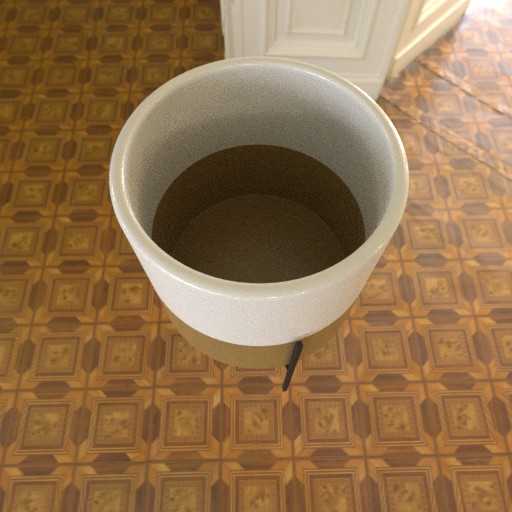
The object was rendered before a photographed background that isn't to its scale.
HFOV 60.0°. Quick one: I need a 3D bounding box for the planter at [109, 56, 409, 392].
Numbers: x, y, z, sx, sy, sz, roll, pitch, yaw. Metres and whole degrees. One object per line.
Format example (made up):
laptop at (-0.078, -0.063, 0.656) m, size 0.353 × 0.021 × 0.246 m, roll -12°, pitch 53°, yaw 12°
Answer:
planter at (0.000, 0.000, 0.635) m, size 0.310 × 0.432 × 0.310 m, roll -1°, pitch 64°, yaw -1°
